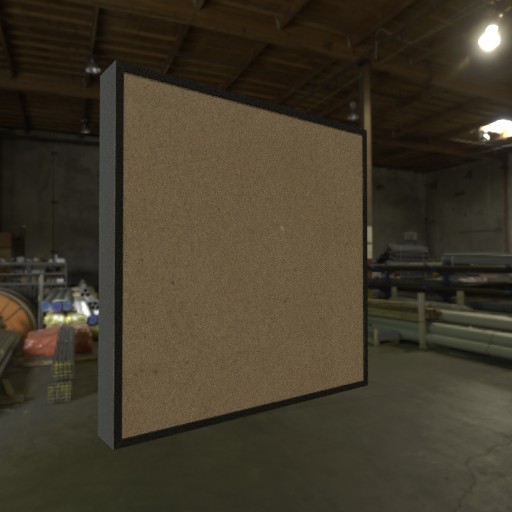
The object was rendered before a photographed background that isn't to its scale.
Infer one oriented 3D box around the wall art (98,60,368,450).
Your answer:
[{"bbox_3d":[0.000,0.000,0.453,0.305,0.305,0.038,1,-1,-37],"label":"wall art"}]
